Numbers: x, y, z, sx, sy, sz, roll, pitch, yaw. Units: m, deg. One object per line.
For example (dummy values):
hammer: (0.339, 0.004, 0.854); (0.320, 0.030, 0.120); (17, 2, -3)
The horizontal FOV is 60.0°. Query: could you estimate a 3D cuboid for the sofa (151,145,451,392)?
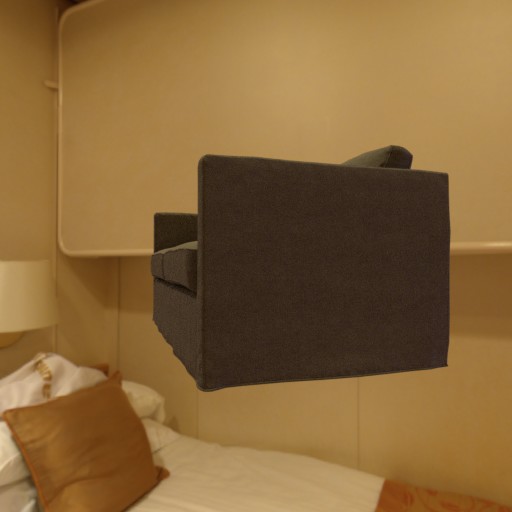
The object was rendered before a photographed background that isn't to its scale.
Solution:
sofa: (0.000, 0.000, 2.334); (0.974, 0.854, 1.802); (0, -1, -18)
